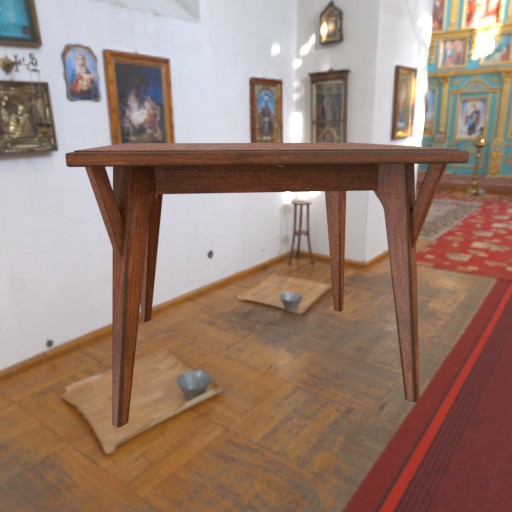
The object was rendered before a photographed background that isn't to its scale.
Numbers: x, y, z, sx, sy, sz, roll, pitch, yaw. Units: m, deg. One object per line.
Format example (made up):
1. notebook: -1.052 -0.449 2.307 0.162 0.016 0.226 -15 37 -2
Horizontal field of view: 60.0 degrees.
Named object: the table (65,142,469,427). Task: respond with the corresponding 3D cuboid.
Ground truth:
1. table: 0.000 0.000 1.572 0.991 0.761 0.838 -2 16 -8
